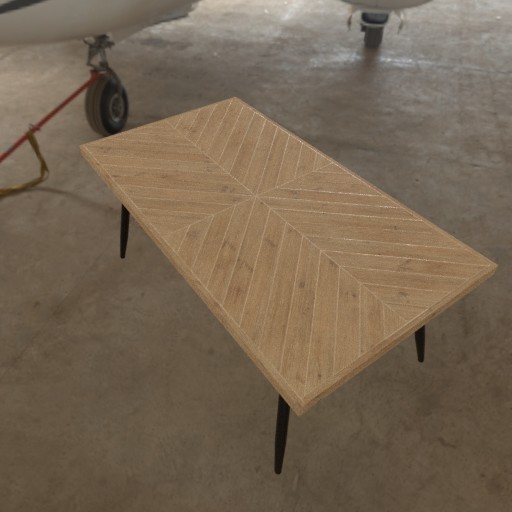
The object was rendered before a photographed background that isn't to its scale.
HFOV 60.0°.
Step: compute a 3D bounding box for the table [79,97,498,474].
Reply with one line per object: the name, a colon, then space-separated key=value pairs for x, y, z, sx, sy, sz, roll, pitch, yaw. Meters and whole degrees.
table: x=0.000 y=0.000 z=2.282 sx=0.991 sy=0.762 sz=1.803 roll=-27 pitch=50 yaw=-25
